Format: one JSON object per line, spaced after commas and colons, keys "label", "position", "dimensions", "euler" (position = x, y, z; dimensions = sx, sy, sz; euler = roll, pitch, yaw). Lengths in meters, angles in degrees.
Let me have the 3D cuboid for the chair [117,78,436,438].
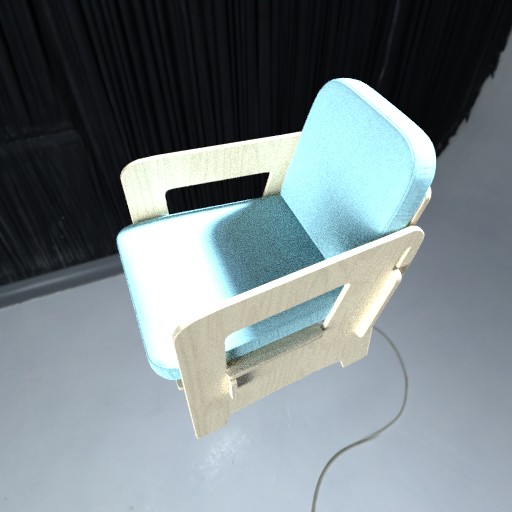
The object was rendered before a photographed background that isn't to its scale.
{"label": "chair", "position": [0.000, 0.000, 1.247], "dimensions": [0.710, 0.800, 0.590], "euler": [-16, 49, -15]}
